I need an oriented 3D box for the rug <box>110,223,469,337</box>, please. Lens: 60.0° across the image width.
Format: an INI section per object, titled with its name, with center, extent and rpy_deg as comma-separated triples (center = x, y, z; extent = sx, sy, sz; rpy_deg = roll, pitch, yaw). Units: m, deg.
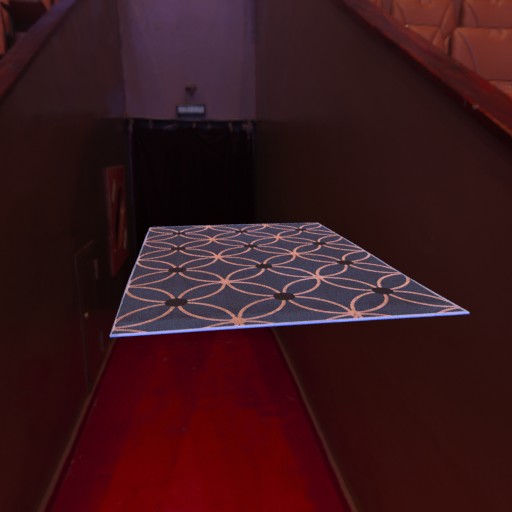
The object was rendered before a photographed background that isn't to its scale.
[rug]
center = 0.000, 0.000, 2.902
extent = 1.522, 0.008, 2.284
rpy_deg = -2, 14, -9
